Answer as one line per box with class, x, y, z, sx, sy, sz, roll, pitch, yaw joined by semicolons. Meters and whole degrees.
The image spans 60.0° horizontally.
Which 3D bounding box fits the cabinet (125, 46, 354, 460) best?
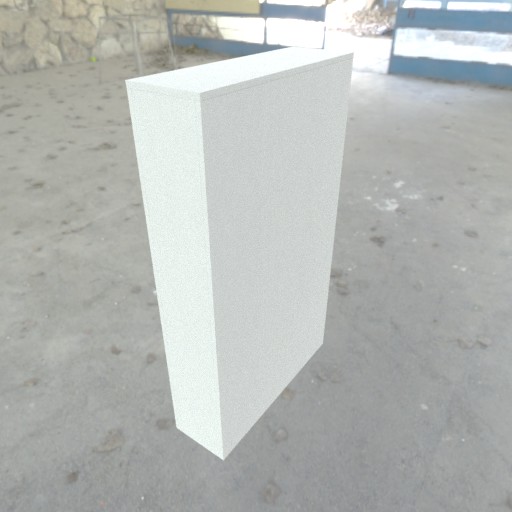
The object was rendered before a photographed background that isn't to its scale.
cabinet;0.000;0.000;1.590;0.250;1.280;0.750;21;38;30
